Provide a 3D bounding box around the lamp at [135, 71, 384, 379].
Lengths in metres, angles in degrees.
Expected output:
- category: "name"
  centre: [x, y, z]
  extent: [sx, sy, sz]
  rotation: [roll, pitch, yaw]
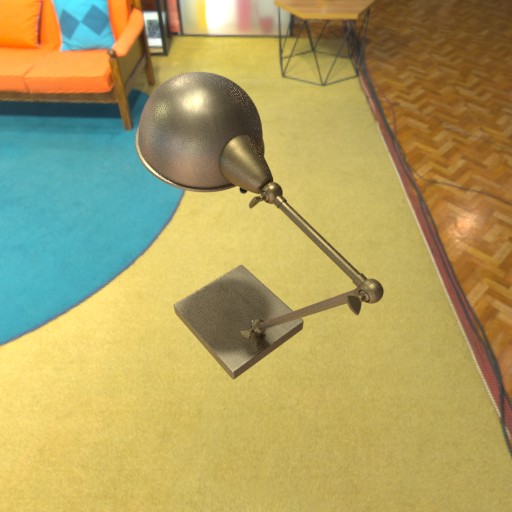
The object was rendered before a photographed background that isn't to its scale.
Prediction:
- category: "lamp"
  centre: [0.000, 0.000, 0.537]
  extent: [0.149, 0.371, 0.339]
  rotation: [-31, 53, -26]
